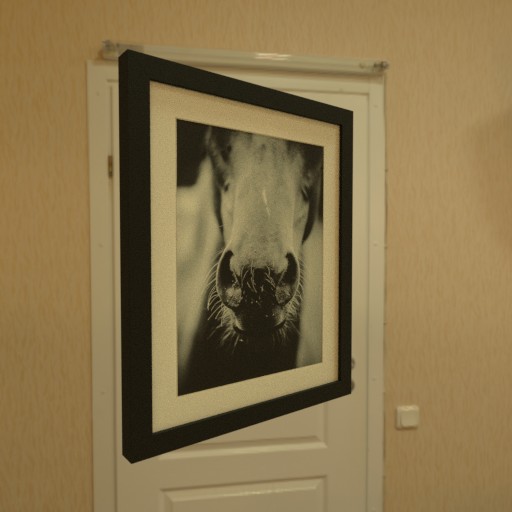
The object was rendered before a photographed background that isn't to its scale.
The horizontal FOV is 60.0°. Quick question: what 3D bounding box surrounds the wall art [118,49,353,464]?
[{"bbox_3d":[0.000,0.000,0.749,0.457,0.559,0.033,-1,2,-38],"label":"wall art"}]
